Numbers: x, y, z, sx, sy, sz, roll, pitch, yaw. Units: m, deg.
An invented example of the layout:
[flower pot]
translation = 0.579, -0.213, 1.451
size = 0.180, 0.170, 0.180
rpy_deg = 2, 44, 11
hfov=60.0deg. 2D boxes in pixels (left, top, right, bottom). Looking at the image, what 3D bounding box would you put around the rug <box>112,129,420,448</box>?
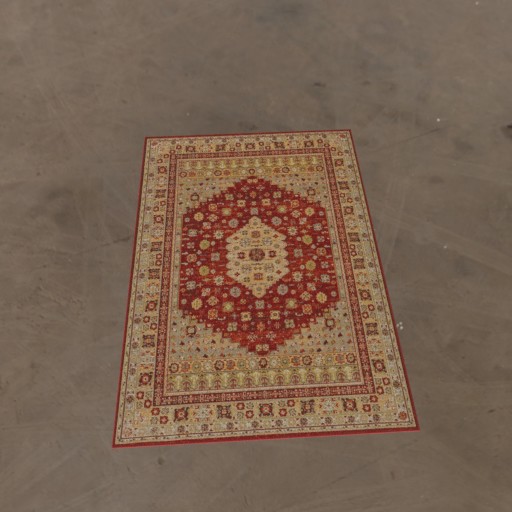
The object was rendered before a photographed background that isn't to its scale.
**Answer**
[rug]
translation = 0.000, 0.000, 2.852
size = 1.593, 0.013, 2.211
rpy_deg = -3, 59, -2
